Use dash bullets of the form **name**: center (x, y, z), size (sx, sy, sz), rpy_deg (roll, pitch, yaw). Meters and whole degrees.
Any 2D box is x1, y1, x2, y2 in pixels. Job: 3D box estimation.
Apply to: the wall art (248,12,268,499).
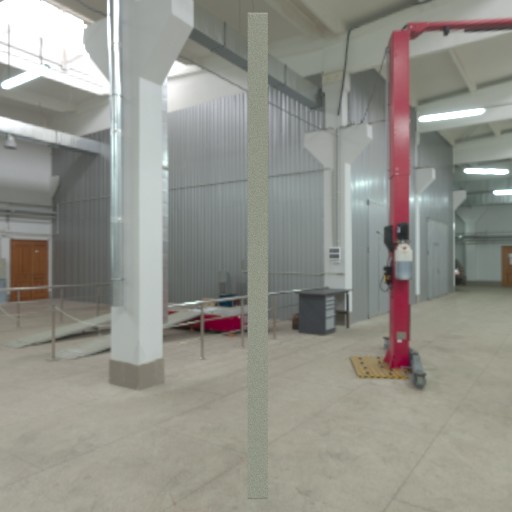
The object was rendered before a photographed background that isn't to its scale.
- **wall art**: center (0.000, 0.000, 1.139), size (0.038, 0.914, 0.610), rpy_deg (0, 0, -1)
